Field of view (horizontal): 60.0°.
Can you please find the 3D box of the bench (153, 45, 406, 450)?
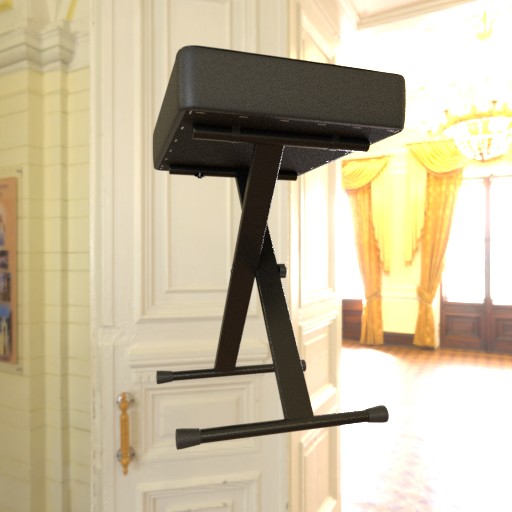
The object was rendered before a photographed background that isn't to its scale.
[{"bbox_3d":[0.000,0.000,0.767,0.321,0.500,0.424,0,0,-17],"label":"bench"}]
